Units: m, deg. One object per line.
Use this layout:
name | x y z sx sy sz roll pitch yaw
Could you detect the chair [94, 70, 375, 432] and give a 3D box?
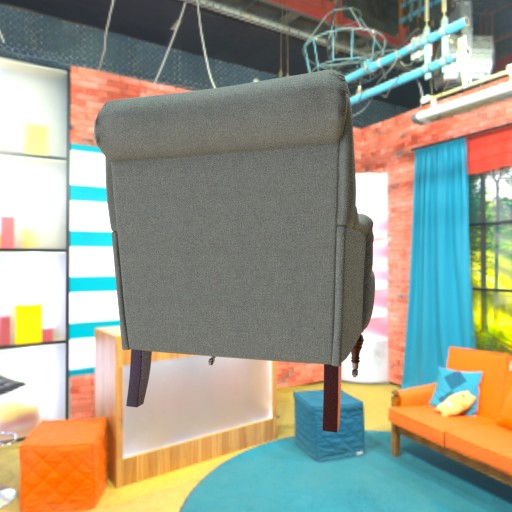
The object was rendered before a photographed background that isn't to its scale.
chair | 0.000 0.000 1.950 0.964 1.178 1.060 0 -1 19
